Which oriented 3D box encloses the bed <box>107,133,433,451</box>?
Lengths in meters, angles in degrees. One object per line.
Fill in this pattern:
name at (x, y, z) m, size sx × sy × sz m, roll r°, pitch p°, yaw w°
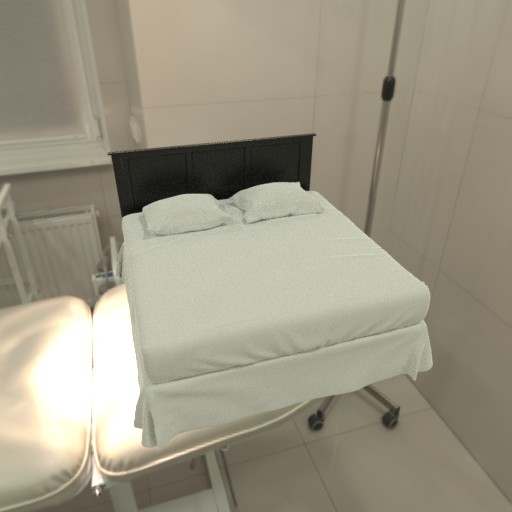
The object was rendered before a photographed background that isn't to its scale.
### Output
bed at (0.000, 0.000, 3.622) m, size 2.315 × 1.271 × 2.219 m, roll -9°, pitch 32°, yaw -15°
